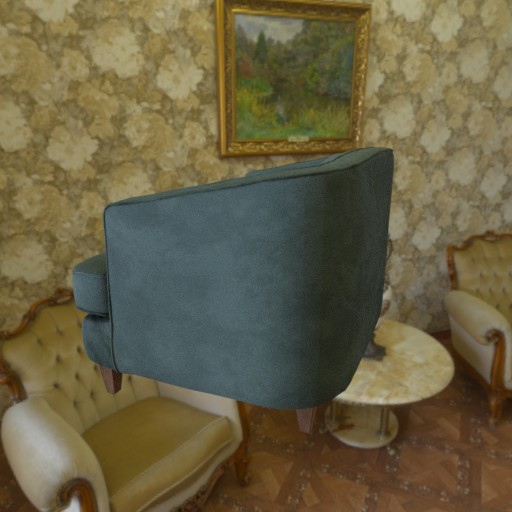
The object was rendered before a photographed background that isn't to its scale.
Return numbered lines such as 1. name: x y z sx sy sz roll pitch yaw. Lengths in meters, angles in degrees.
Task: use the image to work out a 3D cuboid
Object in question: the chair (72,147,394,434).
1. chair: 0.000 0.000 1.772 0.941 0.852 1.104 7 18 23
